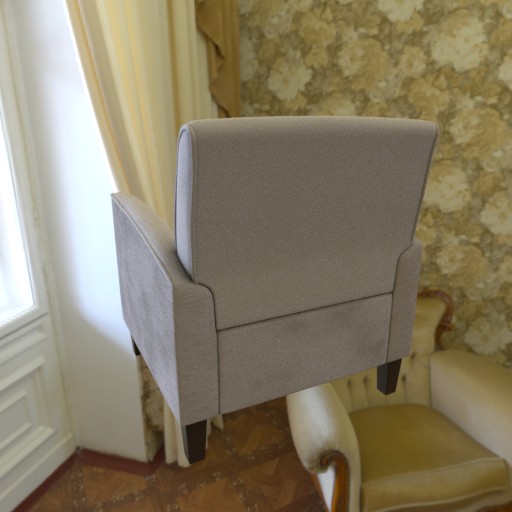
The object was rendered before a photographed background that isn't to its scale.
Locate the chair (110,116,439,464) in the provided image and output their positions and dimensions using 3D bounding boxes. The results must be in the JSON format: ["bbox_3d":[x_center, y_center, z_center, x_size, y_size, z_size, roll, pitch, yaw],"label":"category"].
[{"bbox_3d":[0.000,0.000,1.530,0.820,0.915,0.821,-8,19,-26],"label":"chair"}]
